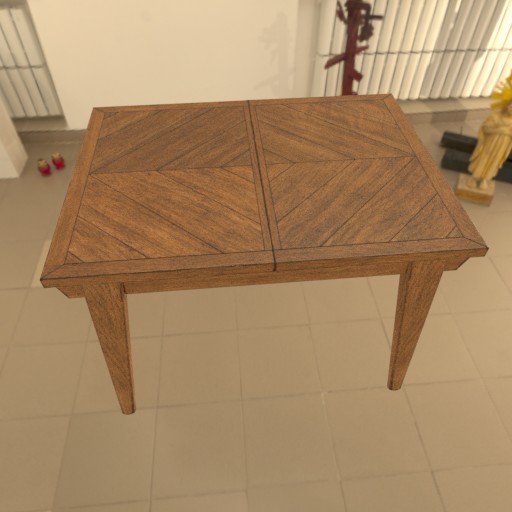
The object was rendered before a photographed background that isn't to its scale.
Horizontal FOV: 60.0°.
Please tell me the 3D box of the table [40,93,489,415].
[{"bbox_3d":[0.000,0.000,1.541,1.027,0.760,0.757,-4,47,-4],"label":"table"}]
